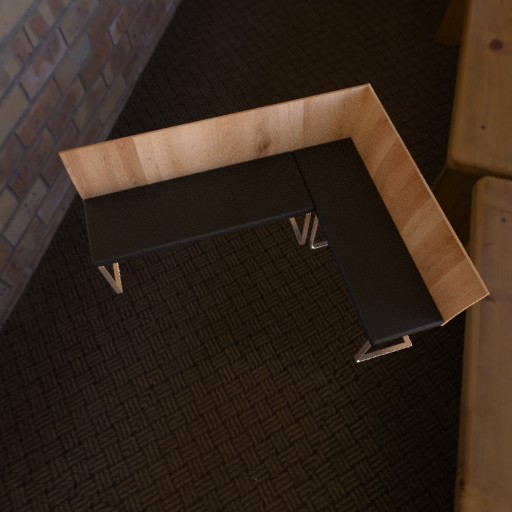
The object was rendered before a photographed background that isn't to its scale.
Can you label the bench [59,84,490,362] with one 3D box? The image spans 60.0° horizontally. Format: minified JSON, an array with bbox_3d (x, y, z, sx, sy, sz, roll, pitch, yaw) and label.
[{"bbox_3d":[0.000,0.000,2.783,1.945,0.930,1.495,-15,64,-7],"label":"bench"}]
